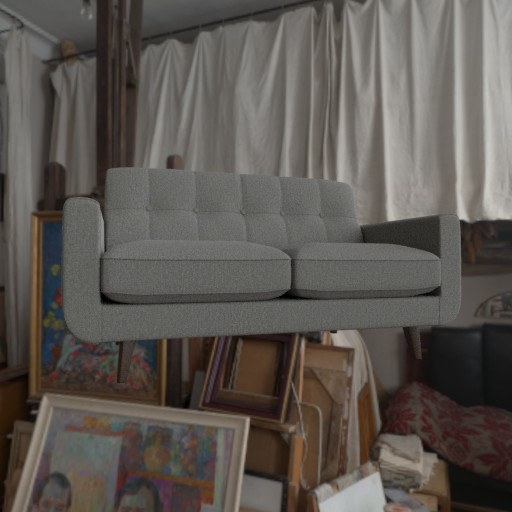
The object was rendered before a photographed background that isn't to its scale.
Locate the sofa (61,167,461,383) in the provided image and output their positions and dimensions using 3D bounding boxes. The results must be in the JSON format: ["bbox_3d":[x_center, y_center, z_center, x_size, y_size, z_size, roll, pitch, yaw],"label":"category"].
[{"bbox_3d":[0.000,0.000,2.154,1.651,0.925,0.952,0,-1,-18],"label":"sofa"}]
